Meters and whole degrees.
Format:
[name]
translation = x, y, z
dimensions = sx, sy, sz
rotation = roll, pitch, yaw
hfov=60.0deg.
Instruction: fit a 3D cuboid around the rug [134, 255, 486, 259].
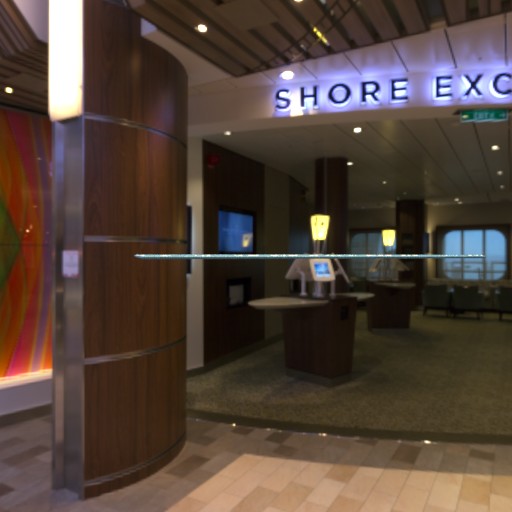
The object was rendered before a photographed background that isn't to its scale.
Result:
[rug]
translation = 0.000, 0.000, 2.318
dimensions = 1.211, 0.012, 1.833
rotation = 0, 0, -16
